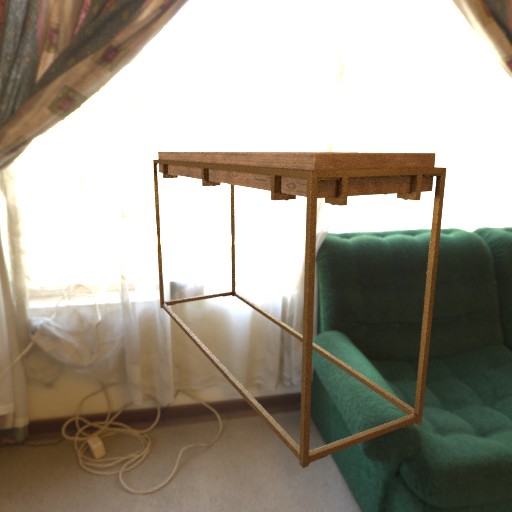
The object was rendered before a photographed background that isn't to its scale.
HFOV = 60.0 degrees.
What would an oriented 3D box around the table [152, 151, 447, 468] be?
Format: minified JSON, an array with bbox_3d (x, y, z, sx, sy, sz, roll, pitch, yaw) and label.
[{"bbox_3d":[0.000,0.000,1.792,0.440,0.820,1.400,-7,15,-26],"label":"table"}]
